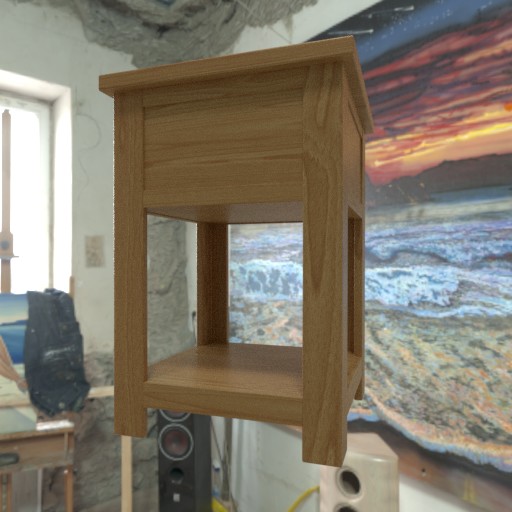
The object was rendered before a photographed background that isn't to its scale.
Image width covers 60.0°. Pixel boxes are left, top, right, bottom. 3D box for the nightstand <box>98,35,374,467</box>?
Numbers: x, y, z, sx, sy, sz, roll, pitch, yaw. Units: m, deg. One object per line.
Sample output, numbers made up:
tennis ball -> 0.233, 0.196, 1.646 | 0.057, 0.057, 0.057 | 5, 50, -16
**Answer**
nightstand -> 0.000, 0.000, 0.881 | 0.428, 0.614, 0.418 | 0, -1, 19
